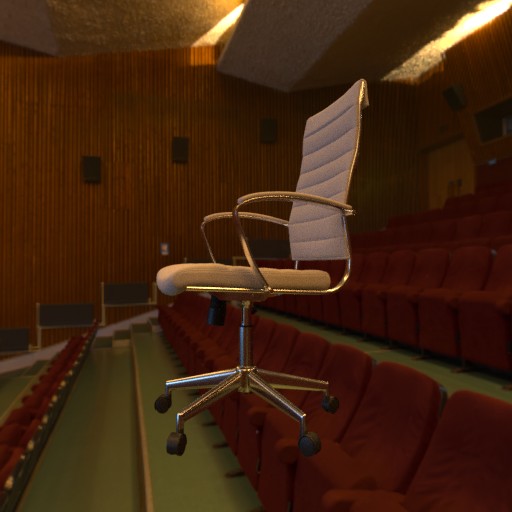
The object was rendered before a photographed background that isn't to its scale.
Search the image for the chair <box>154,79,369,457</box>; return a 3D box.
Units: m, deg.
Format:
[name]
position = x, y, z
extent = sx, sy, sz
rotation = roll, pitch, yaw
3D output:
[chair]
position = 0.000, 0.000, 1.550
extent = 0.667, 1.149, 0.679
rotation = 0, -1, -17
